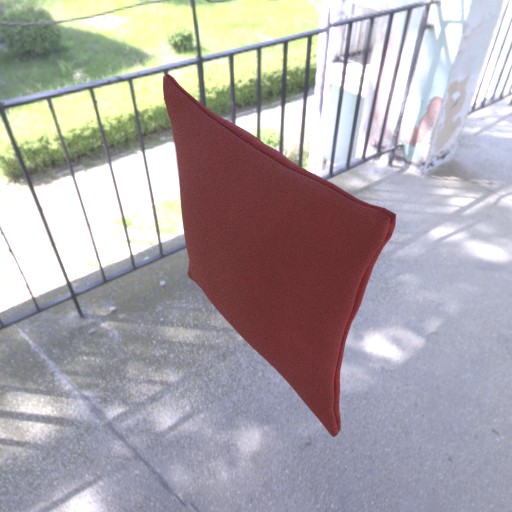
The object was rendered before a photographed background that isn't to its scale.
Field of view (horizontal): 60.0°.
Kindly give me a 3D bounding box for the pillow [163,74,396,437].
[{"bbox_3d":[0.000,0.000,0.663,0.151,0.416,0.435,-27,49,-26],"label":"pillow"}]
